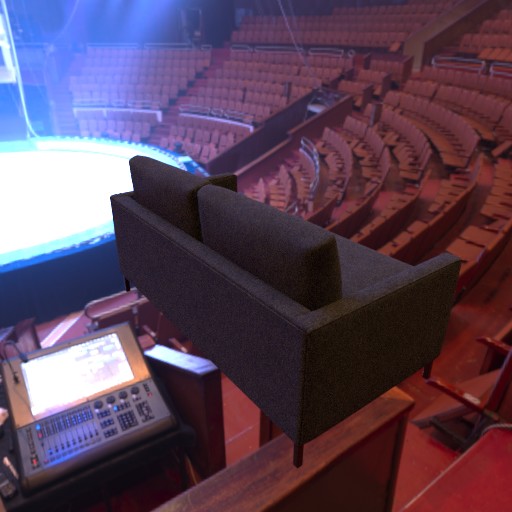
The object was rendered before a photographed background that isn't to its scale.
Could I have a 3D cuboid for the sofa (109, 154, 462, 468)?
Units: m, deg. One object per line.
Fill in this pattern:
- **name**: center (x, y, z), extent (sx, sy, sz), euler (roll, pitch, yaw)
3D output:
- **sofa**: center (0.000, 0.000, 2.249), extent (0.866, 0.862, 1.716), euler (-18, 31, -33)
